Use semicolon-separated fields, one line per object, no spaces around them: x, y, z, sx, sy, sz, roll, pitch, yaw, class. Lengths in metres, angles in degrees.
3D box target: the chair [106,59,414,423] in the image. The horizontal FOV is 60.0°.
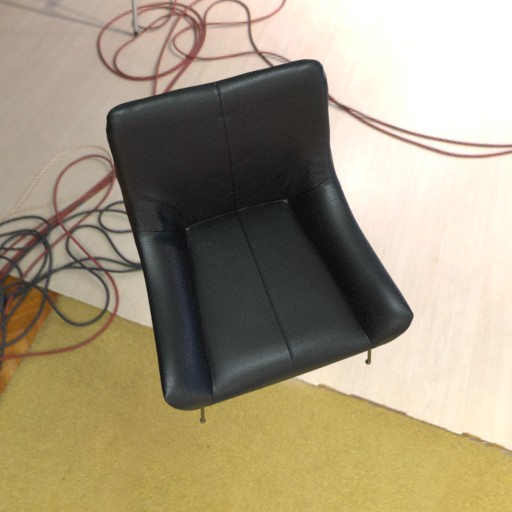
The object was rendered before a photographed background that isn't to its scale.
0.000;0.000;1.553;0.836;0.922;0.826;-17;65;-8;chair
